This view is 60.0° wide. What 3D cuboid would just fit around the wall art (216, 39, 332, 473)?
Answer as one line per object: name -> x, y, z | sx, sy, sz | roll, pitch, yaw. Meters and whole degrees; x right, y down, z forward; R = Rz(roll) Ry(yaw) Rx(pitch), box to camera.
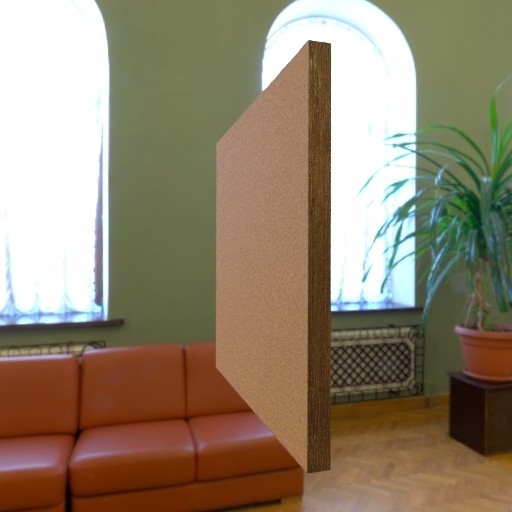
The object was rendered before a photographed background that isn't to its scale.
wall art -> 0.000, 0.000, 0.910 | 0.042, 0.608, 0.611 | 0, 1, -17
